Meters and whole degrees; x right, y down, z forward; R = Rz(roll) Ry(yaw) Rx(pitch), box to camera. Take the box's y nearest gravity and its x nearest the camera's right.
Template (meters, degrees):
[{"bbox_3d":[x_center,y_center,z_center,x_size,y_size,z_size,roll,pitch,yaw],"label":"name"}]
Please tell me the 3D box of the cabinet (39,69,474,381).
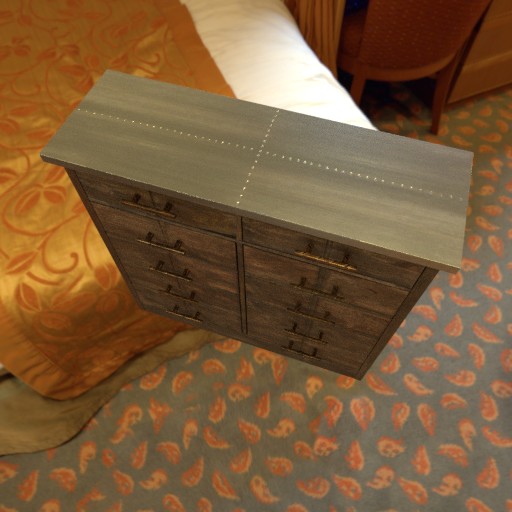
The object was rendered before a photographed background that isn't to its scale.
[{"bbox_3d":[0.000,0.000,1.432,0.968,0.919,0.338,16,60,10],"label":"cabinet"}]
